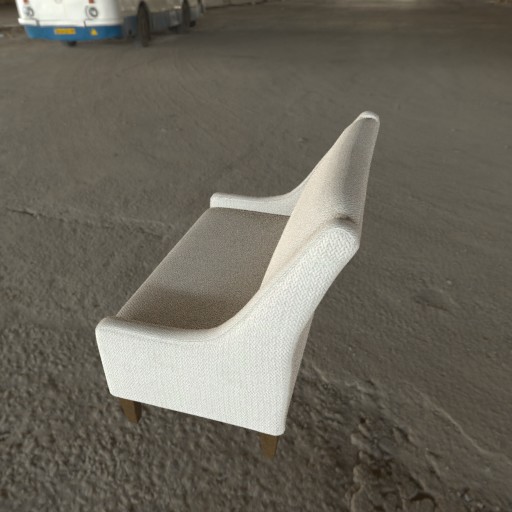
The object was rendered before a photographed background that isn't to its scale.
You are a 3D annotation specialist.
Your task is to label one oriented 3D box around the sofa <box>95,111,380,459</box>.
[{"bbox_3d":[0.000,0.000,1.930,0.870,1.022,1.242,8,33,13],"label":"sofa"}]
